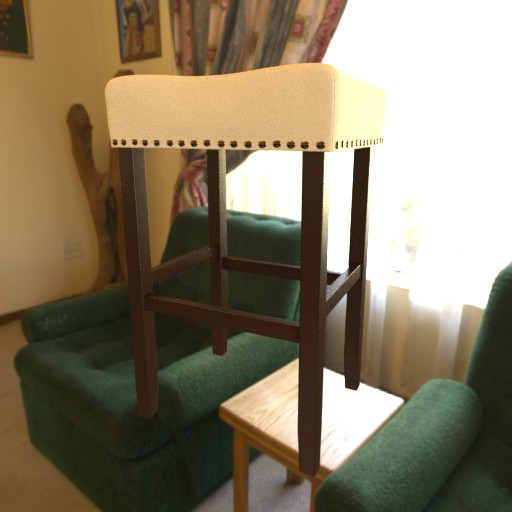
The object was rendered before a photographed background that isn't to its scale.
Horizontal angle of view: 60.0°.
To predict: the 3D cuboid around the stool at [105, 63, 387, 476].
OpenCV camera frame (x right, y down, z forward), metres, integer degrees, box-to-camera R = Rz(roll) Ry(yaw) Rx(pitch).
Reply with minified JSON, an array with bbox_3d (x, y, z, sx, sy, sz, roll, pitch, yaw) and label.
[{"bbox_3d":[0.000,0.000,1.024,0.471,0.762,0.401,8,17,25],"label":"stool"}]
